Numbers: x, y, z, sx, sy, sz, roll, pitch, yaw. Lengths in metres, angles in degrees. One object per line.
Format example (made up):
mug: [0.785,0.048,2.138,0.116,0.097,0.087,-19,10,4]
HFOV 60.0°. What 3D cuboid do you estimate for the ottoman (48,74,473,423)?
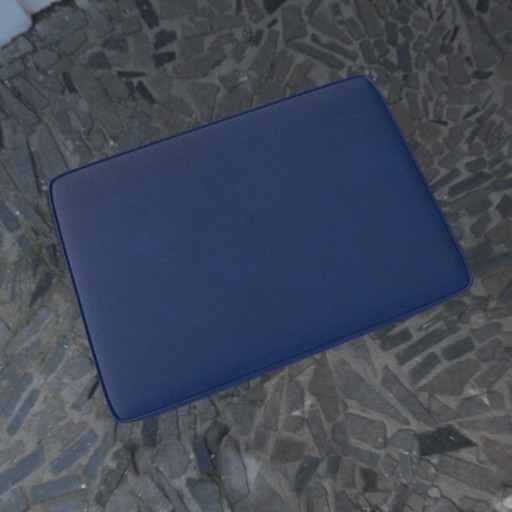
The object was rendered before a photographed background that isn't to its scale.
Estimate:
ottoman: [0.000,0.000,1.388,0.965,0.584,0.686,-20,76,-5]
